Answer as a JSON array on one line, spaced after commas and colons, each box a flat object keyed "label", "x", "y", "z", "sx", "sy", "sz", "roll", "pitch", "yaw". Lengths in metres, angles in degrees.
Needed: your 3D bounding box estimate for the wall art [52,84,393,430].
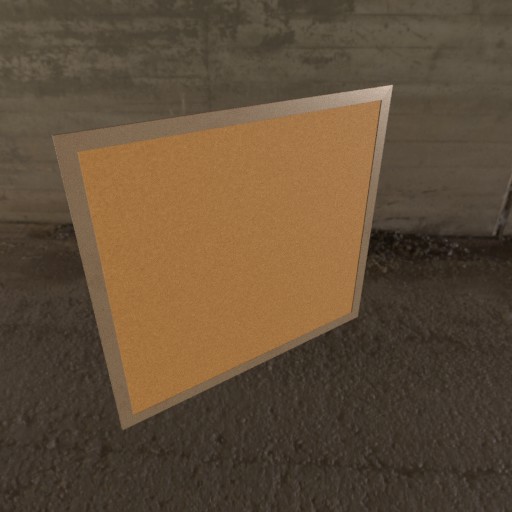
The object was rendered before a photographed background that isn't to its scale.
[{"label": "wall art", "x": 0.000, "y": 0.000, "z": 1.608, "sx": 1.168, "sy": 1.067, "sz": 0.025, "roll": -19, "pitch": 36, "yaw": -28}]
